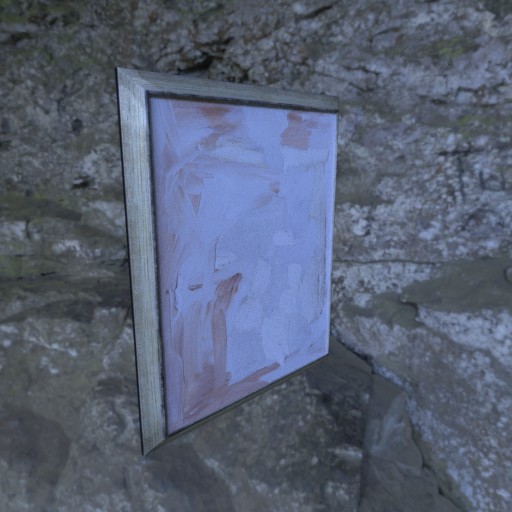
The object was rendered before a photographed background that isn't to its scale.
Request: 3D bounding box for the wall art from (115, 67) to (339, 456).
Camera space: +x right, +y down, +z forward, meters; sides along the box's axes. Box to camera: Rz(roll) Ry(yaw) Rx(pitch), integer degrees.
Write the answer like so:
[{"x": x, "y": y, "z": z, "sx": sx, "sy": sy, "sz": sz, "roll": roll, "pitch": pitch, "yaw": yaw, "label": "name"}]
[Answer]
[{"x": 0.000, "y": 0.000, "z": 0.628, "sx": 0.381, "sy": 0.457, "sz": 0.023, "roll": -13, "pitch": 19, "yaw": -42, "label": "wall art"}]
